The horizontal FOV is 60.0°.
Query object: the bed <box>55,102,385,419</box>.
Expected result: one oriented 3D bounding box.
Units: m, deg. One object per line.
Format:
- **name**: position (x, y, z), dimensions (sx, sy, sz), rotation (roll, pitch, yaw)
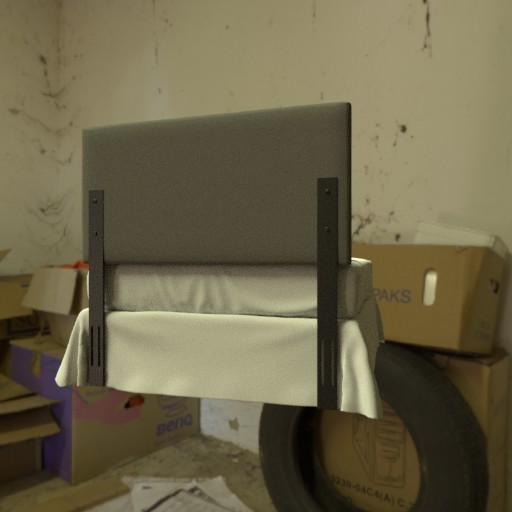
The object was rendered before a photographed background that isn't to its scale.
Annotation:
- **bed**: position (0.000, 0.000, 3.448), dimensions (1.936, 1.577, 2.222), rotation (0, 0, 17)
